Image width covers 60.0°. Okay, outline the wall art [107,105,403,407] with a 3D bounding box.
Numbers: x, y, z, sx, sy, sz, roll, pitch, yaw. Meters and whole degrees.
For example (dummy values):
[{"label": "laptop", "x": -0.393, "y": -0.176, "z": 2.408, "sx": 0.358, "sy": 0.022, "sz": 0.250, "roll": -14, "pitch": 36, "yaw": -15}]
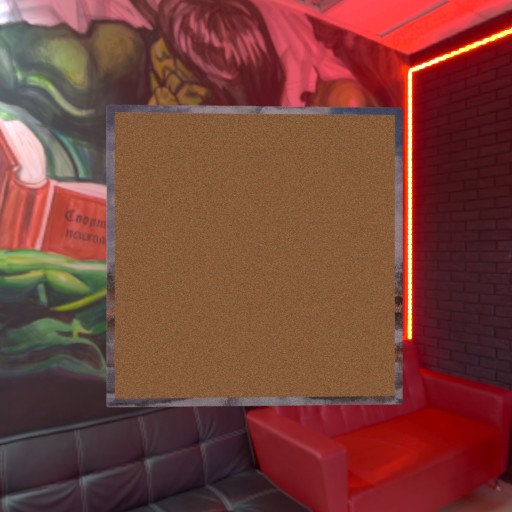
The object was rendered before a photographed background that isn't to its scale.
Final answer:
[{"label": "wall art", "x": 0.000, "y": 0.000, "z": 1.527, "sx": 1.010, "sy": 1.020, "sz": 0.040, "roll": 0, "pitch": 0, "yaw": -2}]
